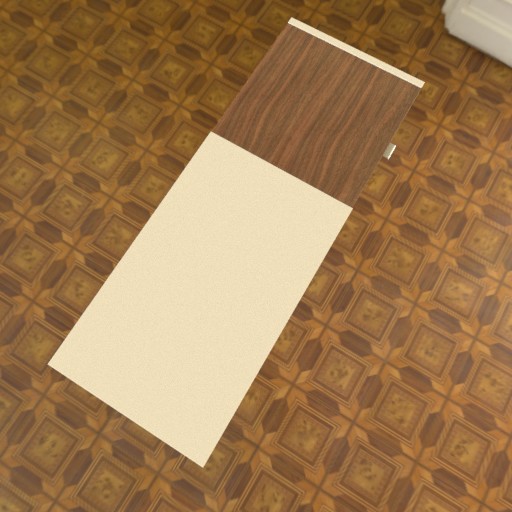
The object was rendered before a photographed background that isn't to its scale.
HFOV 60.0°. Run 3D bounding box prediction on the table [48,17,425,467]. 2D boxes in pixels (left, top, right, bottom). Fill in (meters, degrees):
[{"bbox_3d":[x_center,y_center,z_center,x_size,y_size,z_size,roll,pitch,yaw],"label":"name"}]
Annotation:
[{"bbox_3d":[0.000,0.000,1.432,0.418,0.785,1.066,30,77,8],"label":"table"}]
